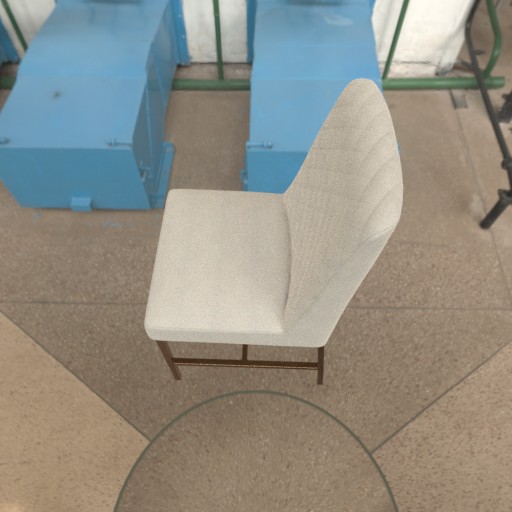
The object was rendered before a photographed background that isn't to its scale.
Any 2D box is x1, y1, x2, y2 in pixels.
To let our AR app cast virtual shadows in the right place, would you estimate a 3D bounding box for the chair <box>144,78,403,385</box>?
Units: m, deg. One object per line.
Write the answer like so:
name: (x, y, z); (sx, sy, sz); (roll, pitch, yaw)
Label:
chair: (0.000, 0.000, 1.318); (0.597, 0.933, 0.503); (2, 57, 1)
